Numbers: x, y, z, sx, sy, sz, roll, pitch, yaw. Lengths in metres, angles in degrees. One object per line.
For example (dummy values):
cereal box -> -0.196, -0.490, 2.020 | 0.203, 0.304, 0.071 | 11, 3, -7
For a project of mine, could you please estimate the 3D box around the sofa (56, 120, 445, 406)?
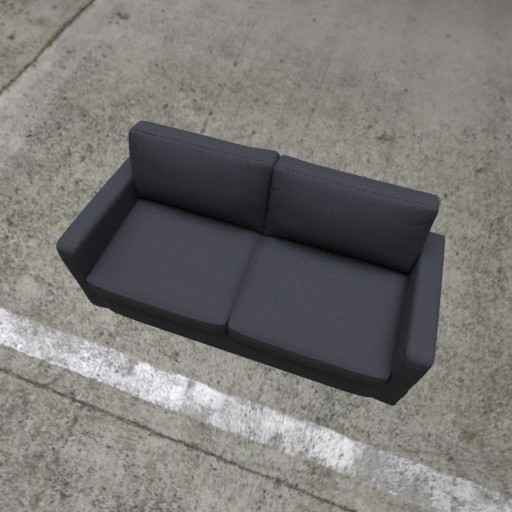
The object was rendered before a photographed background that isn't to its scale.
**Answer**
sofa -> 0.000, 0.000, 2.376 | 1.852, 0.839, 0.898 | 16, 60, 10
